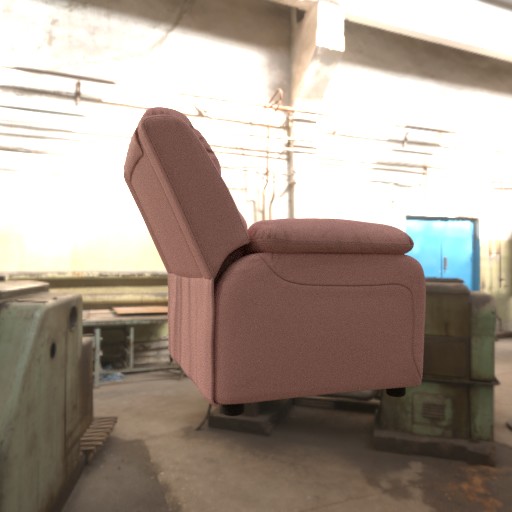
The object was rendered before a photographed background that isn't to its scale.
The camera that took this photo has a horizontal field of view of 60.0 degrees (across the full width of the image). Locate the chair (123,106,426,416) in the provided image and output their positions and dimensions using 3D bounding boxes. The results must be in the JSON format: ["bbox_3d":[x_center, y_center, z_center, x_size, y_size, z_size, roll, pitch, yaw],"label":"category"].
[{"bbox_3d":[0.000,0.000,1.266,0.709,0.702,0.680,0,-1,-20],"label":"chair"}]
